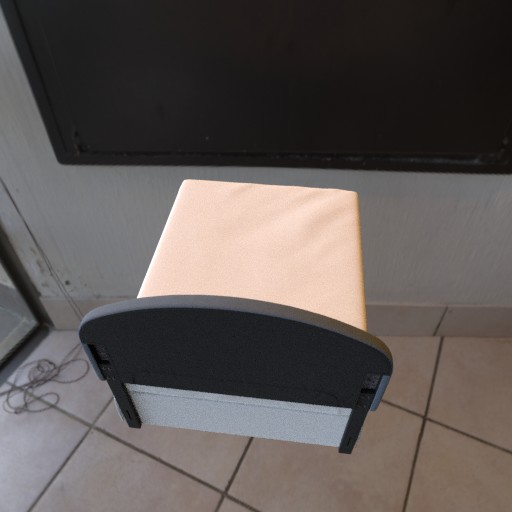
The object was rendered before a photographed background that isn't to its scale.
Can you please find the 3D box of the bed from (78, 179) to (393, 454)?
[{"bbox_3d":[0.000,0.000,3.049,1.607,1.410,2.005,5,46,5],"label":"bed"}]
